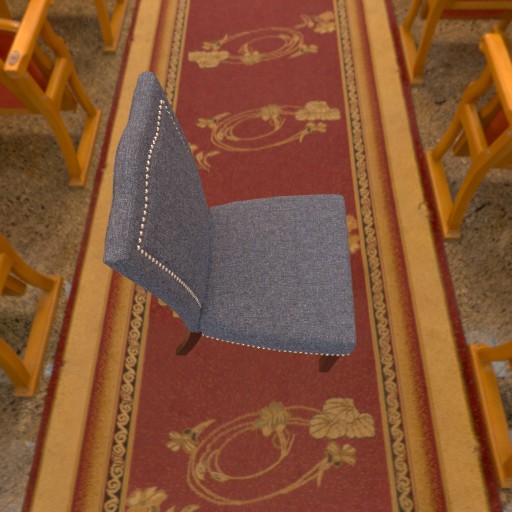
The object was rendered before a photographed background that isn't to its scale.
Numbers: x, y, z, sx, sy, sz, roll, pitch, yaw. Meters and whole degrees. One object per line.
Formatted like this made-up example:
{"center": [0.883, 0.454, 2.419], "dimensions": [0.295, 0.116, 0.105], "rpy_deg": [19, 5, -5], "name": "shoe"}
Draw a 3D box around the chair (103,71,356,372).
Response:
{"center": [0.000, 0.000, 1.310], "dimensions": [0.589, 0.946, 0.518], "rpy_deg": [1, 63, 0], "name": "chair"}
